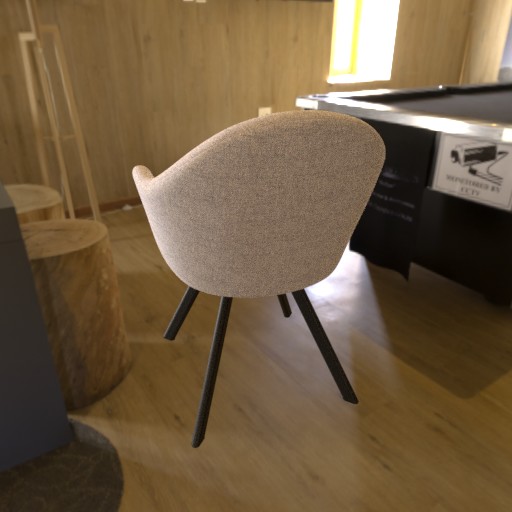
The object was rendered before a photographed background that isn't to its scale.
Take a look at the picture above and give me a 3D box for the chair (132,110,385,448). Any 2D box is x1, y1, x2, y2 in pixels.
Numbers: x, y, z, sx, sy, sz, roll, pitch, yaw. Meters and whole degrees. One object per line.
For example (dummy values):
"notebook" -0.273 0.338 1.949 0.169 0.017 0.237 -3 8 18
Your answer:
"chair" 0.000 0.000 1.136 0.540 0.780 0.570 -9 27 -17
